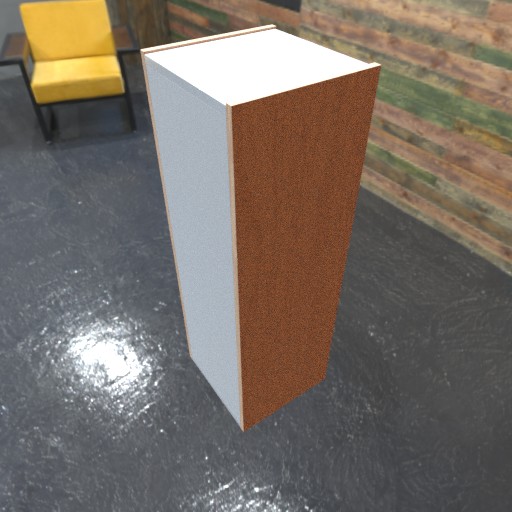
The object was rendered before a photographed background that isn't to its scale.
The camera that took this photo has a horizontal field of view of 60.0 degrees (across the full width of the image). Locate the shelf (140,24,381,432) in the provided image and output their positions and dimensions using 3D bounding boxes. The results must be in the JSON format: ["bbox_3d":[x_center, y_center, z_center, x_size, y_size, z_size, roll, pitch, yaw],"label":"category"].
[{"bbox_3d":[0.000,0.000,1.050,0.290,0.900,0.300,-25,47,-25],"label":"shelf"}]
